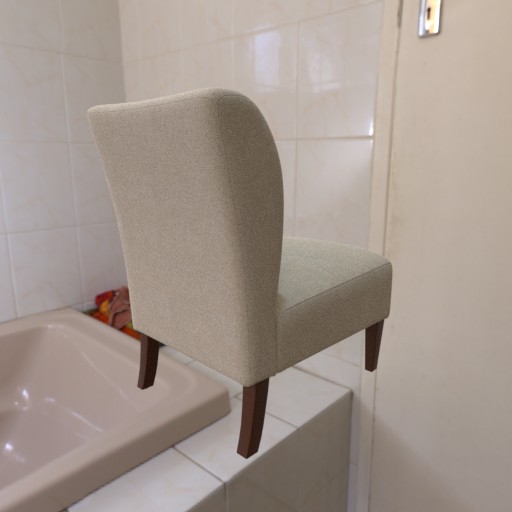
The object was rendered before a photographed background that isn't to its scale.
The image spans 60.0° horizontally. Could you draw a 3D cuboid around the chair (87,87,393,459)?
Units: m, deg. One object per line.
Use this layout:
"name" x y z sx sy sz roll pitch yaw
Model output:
"chair" 0.000 0.000 1.314 0.521 0.833 0.754 12 18 43
